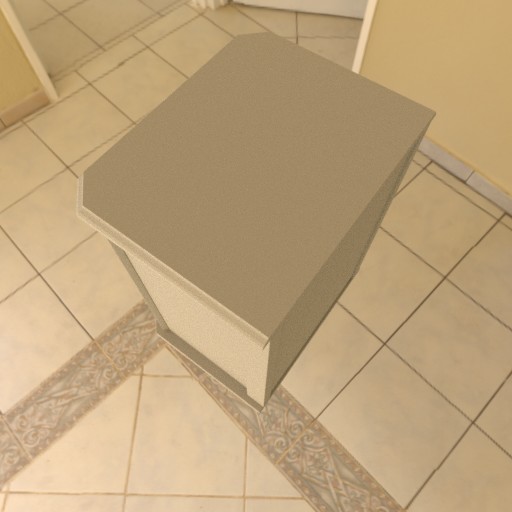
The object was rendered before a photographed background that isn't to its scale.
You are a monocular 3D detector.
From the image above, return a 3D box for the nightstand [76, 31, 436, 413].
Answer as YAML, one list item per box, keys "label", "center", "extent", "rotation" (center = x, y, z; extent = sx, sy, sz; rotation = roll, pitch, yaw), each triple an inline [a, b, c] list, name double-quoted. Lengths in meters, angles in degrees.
- label: "nightstand"
  center: [0.000, 0.000, 0.929]
  extent: [0.350, 0.680, 0.450]
  rotation: [33, 68, 15]
